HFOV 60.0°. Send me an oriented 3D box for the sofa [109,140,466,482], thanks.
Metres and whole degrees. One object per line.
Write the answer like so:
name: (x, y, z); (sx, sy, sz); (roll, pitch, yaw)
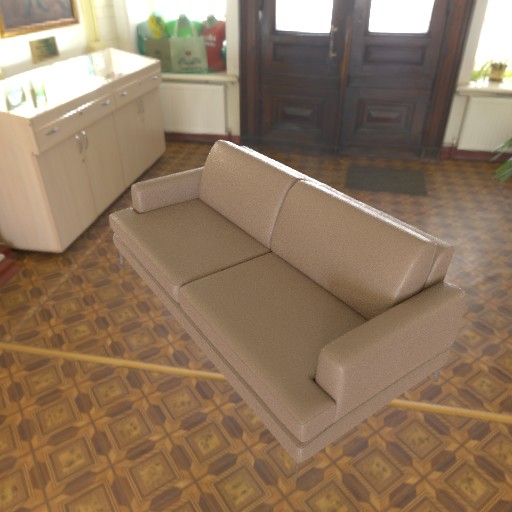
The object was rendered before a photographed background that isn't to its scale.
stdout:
sofa: (0.000, 0.000, 2.386); (0.974, 0.765, 1.940); (-20, 38, -29)
